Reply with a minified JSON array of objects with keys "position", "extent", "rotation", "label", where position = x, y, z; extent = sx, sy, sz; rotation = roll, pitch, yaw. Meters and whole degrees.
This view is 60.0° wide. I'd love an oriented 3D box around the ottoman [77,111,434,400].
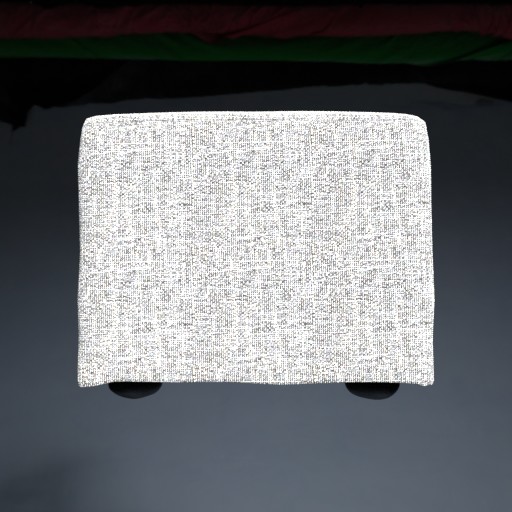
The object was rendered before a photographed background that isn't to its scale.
[{"position":[0.000,0.000,0.881],"extent":[0.521,0.453,0.512],"rotation":[0,-2,1],"label":"ottoman"}]
